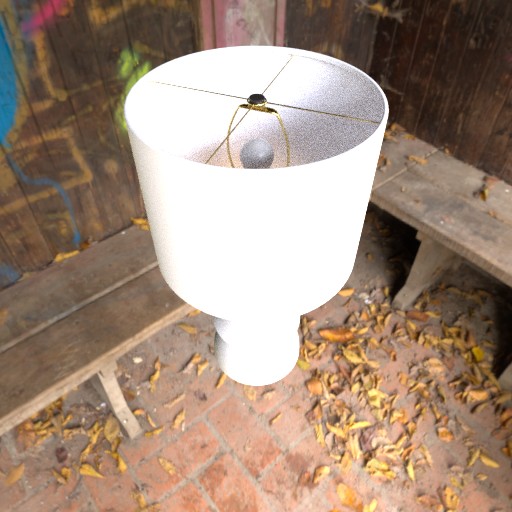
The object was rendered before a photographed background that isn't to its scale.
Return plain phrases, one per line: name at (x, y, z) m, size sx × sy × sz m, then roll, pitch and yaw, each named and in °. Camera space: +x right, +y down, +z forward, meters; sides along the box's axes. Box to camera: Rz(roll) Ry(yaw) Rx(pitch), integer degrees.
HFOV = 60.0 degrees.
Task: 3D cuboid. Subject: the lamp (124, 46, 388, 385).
lamp at (0.000, 0.000, 0.704) m, size 0.301 × 0.533 × 0.301 m, roll 15°, pitch 48°, yaw 15°
